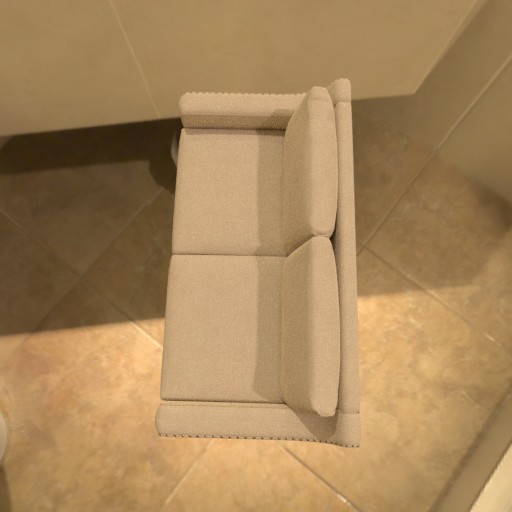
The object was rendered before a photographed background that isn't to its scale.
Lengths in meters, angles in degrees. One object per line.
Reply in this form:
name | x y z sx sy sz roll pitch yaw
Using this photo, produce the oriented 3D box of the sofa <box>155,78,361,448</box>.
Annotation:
sofa | 0.000 0.000 2.777 1.104 0.983 2.107 1 76 0
